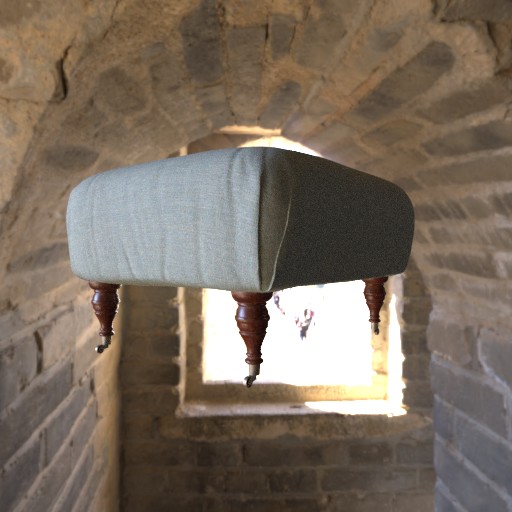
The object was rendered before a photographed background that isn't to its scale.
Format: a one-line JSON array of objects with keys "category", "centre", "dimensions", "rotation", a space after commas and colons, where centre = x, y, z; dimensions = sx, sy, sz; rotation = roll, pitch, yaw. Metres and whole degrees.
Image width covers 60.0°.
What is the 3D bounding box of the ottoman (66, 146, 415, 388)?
[{"category": "ottoman", "centre": [0.000, 0.000, 1.140], "dimensions": [0.622, 0.450, 0.747], "rotation": [0, 1, 36]}]
